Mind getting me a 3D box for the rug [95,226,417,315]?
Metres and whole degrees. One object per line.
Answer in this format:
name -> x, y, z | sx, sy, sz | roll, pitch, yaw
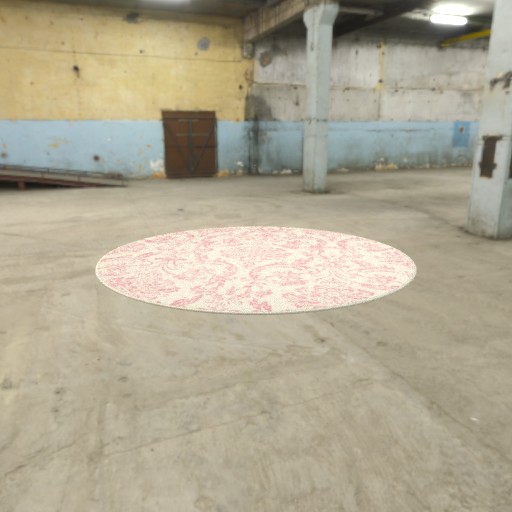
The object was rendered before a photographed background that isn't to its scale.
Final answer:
rug -> 0.000, 0.000, 2.326 | 1.593, 0.012, 1.593 | 0, 15, 0
